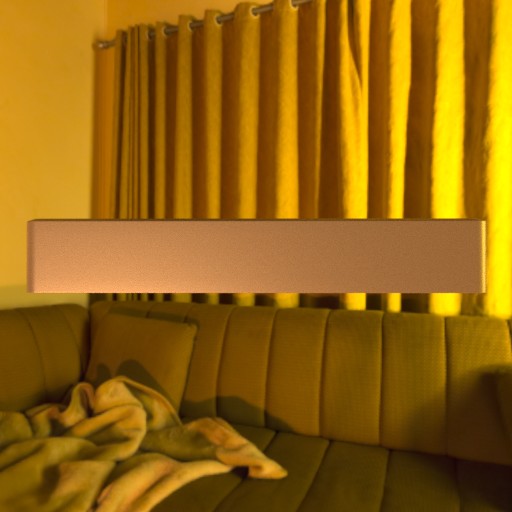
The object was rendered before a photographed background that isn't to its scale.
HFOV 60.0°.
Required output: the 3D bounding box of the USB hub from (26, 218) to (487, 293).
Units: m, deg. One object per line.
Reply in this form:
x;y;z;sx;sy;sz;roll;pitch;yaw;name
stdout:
0.000;0.000;0.158;0.145;0.023;0.044;0;0;0;USB hub
